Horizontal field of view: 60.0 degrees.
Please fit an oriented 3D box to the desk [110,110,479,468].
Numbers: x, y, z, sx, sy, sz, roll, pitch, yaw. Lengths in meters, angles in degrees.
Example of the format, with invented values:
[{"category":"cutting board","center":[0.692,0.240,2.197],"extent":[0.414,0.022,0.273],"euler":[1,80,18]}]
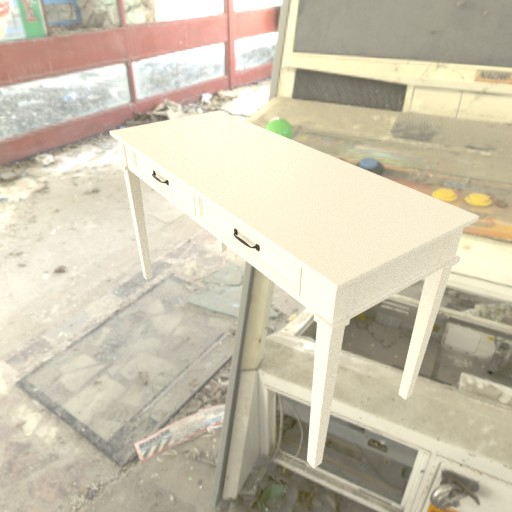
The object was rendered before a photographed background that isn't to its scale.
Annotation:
[{"category":"desk","center":[0.000,0.000,1.786],"extent":[0.559,0.774,1.372],"euler":[-22,39,-30]}]
